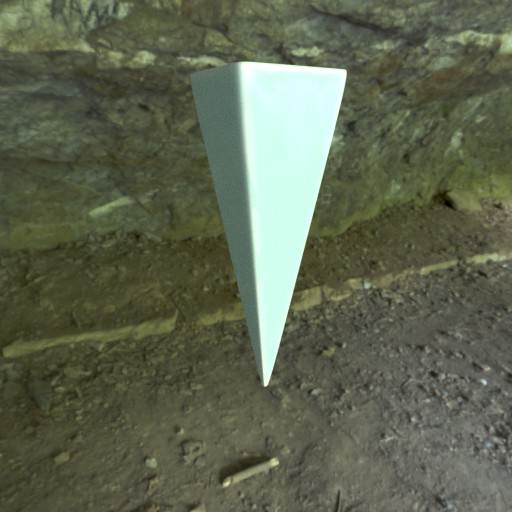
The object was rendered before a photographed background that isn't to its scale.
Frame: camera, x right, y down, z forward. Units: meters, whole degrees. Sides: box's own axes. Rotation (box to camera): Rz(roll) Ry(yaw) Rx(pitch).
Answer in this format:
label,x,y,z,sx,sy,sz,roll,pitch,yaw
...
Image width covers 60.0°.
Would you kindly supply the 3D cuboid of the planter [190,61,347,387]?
label,x,y,z,sx,sy,sz,roll,pitch,yaw
planter,0.000,0.000,0.218,0.080,0.178,0.064,3,14,10
